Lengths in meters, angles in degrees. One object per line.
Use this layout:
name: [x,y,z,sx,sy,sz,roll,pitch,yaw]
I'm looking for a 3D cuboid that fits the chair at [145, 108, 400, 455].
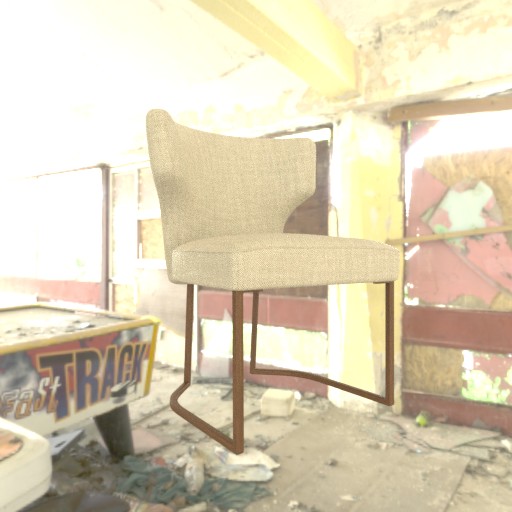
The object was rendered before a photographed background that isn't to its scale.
chair: [0.000,0.000,1.305,0.611,0.824,0.617,-1,1,-36]
